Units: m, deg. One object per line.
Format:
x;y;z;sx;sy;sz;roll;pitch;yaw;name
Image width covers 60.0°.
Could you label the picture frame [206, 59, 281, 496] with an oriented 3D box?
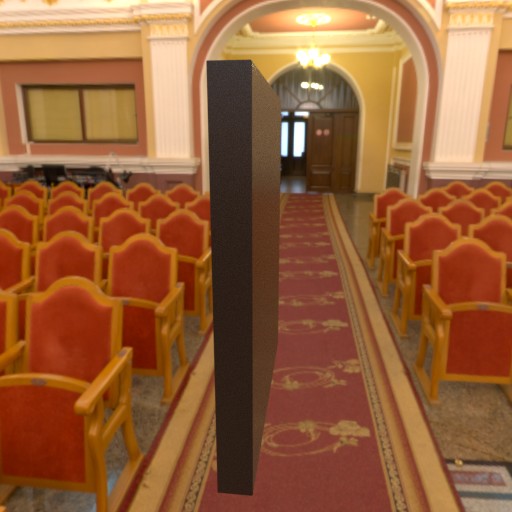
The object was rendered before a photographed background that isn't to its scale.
0.000;0.000;0.527;0.034;0.378;0.328;2;15;7;picture frame
